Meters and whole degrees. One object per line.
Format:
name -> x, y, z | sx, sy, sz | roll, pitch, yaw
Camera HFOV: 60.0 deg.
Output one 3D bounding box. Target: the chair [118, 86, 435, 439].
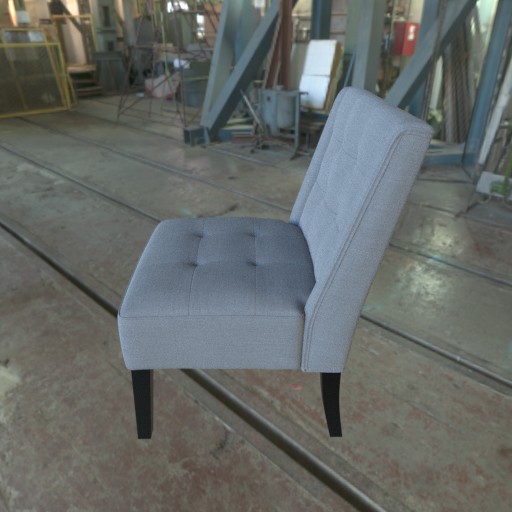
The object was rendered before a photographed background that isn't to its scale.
chair -> 0.000, 0.000, 1.260 | 0.676, 0.853, 0.569 | 0, 28, -1
